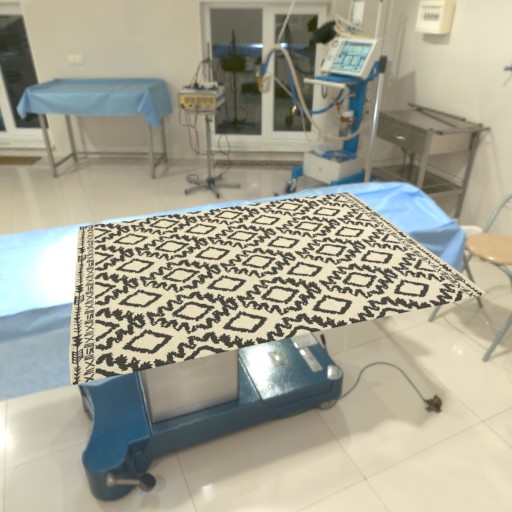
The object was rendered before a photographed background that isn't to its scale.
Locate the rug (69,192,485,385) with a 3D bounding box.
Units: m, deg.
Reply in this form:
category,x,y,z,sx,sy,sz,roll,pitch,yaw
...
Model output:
category,x,y,z,sx,sy,sz,roll,pitch,yaw
rug,0.000,0.000,4.325,3.369,0.036,2.444,-9,31,-16
